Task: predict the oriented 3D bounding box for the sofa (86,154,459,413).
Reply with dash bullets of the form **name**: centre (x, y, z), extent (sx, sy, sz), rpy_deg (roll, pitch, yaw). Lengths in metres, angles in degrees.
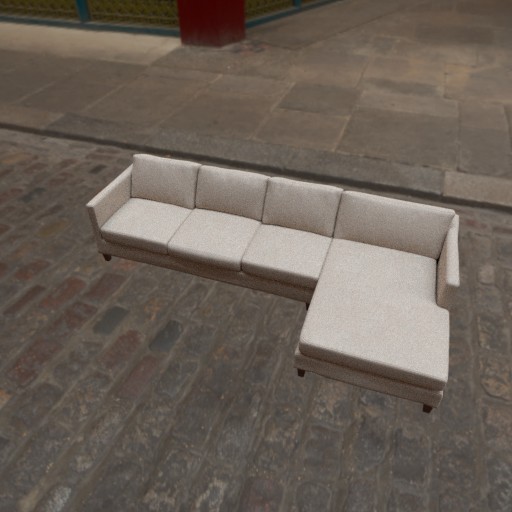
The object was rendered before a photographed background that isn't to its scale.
- **sofa**: centre (0.000, 0.000, 3.815), extent (3.186, 0.846, 1.625), rpy_deg (13, 42, 14)
